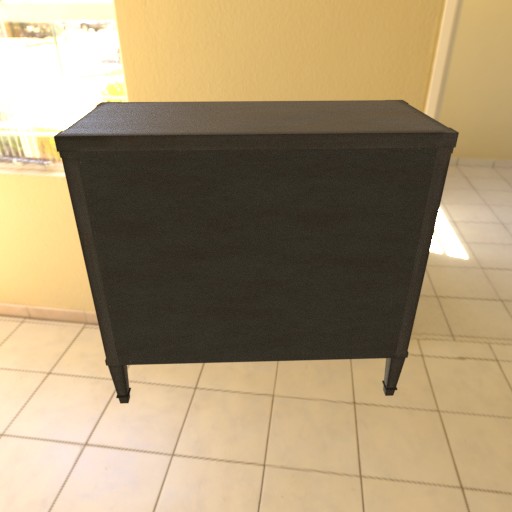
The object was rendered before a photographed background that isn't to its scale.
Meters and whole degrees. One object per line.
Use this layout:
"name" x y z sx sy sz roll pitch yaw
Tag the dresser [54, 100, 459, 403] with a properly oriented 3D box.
"dresser" 0.000 0.000 1.590 1.049 0.986 0.463 -1 30 -2
